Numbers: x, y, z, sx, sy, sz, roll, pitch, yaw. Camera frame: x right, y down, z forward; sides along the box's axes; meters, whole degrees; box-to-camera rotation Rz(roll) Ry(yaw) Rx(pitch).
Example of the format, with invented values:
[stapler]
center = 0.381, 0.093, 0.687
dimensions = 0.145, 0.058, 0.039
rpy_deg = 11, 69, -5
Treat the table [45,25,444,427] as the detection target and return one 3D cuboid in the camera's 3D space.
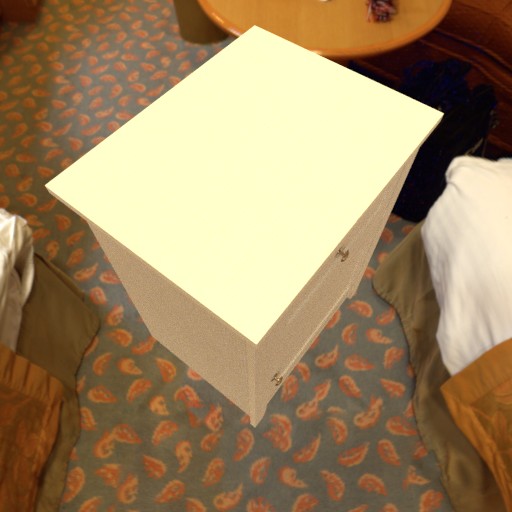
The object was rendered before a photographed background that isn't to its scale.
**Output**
[table]
center = 0.000, 0.000, 0.934
dimensions = 0.381, 0.635, 0.480
rpy_deg = 34, 65, 18
